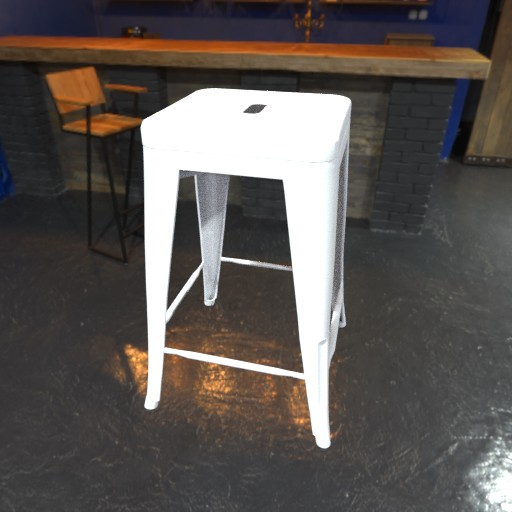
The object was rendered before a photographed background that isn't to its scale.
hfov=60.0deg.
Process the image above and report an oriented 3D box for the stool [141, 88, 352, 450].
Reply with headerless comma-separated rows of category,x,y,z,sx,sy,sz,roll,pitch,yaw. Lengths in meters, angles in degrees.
stool,0.000,0.000,0.930,0.406,0.610,0.406,8,32,12
